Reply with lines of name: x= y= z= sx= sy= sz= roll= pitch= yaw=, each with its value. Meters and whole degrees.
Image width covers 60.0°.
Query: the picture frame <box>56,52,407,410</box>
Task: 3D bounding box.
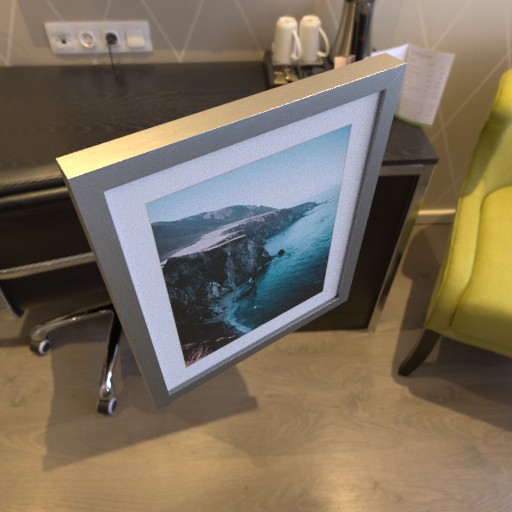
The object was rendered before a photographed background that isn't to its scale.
picture frame: x=0.000 y=0.000 z=1.310 sx=0.839 sy=0.968 sz=0.073 roll=-26 pitch=53 yaw=-22
